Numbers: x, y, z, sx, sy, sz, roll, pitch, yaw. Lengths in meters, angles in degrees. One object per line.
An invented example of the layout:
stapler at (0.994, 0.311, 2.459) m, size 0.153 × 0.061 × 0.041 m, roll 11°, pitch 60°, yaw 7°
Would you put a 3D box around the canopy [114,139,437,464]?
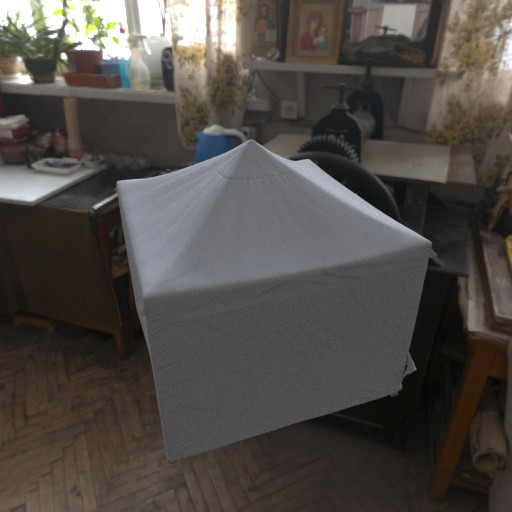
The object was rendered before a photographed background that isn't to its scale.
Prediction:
canopy at (0.000, 0.000, 5.647) m, size 3.121 × 2.997 × 3.043 m, roll -10°, pitch 32°, yaw -17°
